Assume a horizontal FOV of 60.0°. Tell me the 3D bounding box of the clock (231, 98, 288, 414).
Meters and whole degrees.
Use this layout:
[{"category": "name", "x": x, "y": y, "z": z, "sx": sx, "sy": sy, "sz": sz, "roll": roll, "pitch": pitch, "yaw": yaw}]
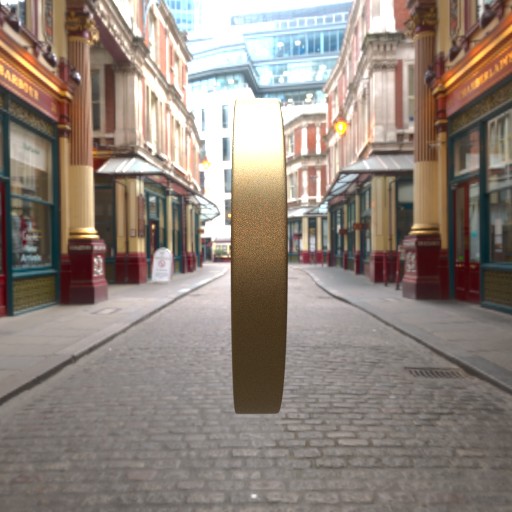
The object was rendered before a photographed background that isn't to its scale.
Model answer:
[{"category": "clock", "x": 0.000, "y": 0.000, "z": 0.467, "sx": 0.040, "sy": 0.314, "sz": 0.314, "roll": 0, "pitch": 0, "yaw": -1}]
